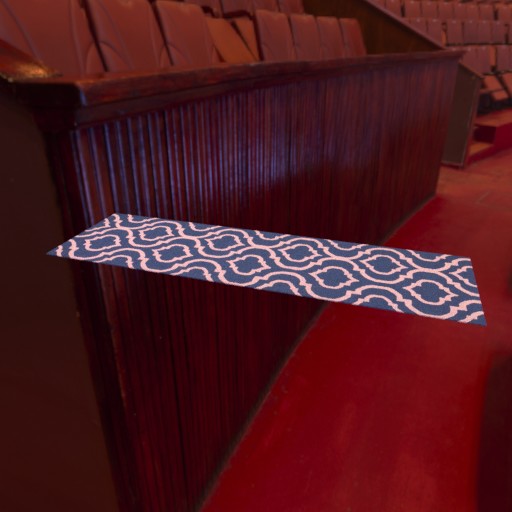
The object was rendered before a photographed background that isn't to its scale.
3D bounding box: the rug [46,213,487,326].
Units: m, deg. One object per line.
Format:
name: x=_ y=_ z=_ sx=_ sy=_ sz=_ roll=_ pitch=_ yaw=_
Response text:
rug: x=0.000 y=0.000 z=2.507 sx=2.296 sy=0.006 sz=0.685 roll=8 pitch=27 yaw=16
